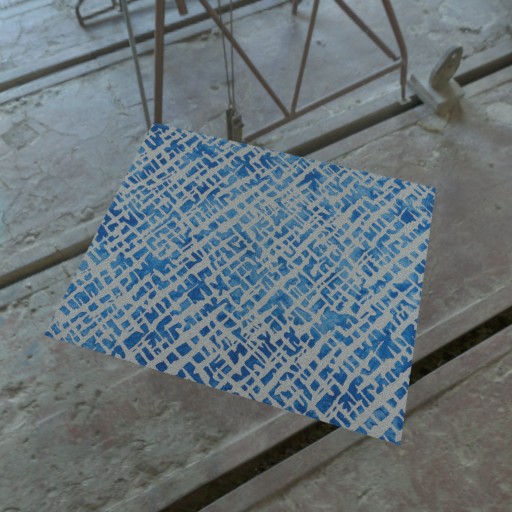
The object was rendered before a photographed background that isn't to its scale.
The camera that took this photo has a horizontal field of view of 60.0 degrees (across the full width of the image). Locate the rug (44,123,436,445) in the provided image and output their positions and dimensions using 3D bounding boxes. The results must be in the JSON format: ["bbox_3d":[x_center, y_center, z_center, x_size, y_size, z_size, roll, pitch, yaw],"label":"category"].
[{"bbox_3d":[0.000,0.000,4.053,3.007,0.007,2.435,15,65,7],"label":"rug"}]
